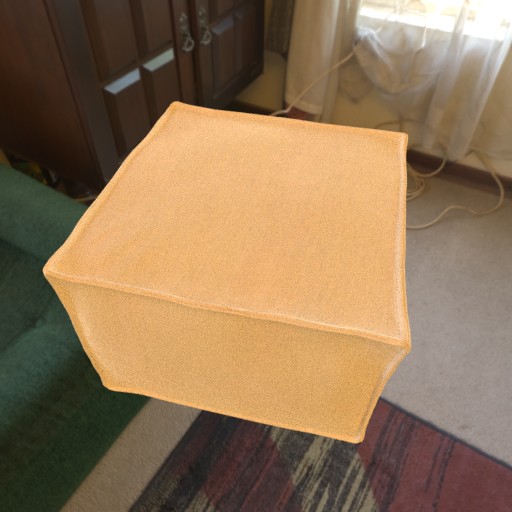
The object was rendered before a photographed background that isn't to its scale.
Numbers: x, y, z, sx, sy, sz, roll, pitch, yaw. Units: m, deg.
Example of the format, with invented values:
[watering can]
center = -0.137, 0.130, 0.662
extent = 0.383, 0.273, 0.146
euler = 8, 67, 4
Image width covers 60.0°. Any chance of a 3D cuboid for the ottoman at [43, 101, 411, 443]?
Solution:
[ottoman]
center = 0.000, 0.000, 1.148
extent = 0.696, 0.470, 0.707
euler = 10, 48, 9
